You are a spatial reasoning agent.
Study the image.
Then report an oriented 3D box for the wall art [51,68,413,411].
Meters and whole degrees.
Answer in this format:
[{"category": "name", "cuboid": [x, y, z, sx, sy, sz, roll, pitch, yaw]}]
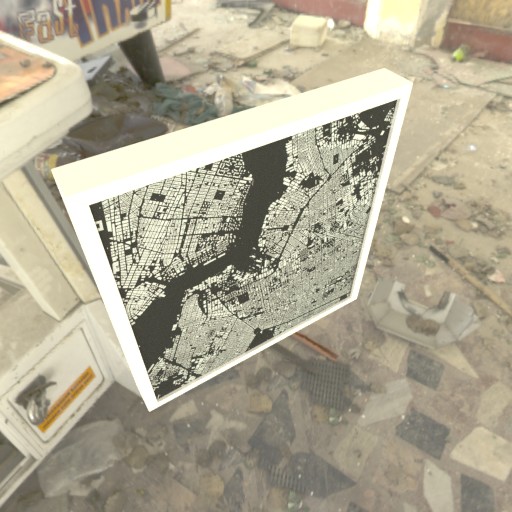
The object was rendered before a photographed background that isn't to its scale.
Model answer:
[{"category": "wall art", "cuboid": [0.000, 0.000, 0.455, 0.305, 0.305, 0.037, -24, 51, -22]}]
